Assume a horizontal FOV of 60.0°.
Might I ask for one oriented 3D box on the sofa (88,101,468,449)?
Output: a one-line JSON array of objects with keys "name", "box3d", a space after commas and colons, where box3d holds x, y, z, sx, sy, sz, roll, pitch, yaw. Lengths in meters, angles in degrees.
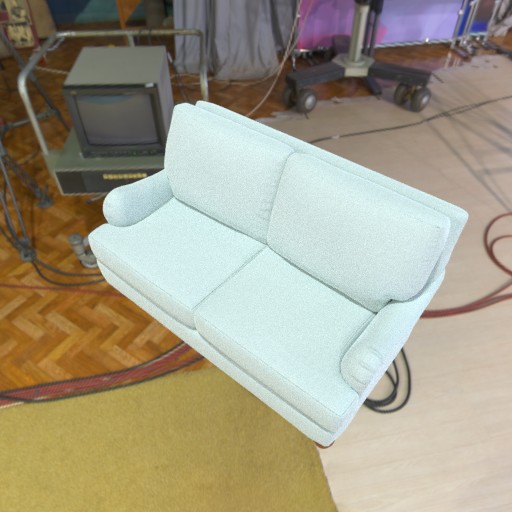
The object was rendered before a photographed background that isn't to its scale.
[{"name": "sofa", "box3d": [0.000, 0.000, 2.549, 1.853, 1.101, 1.084, 31, 54, 26]}]
